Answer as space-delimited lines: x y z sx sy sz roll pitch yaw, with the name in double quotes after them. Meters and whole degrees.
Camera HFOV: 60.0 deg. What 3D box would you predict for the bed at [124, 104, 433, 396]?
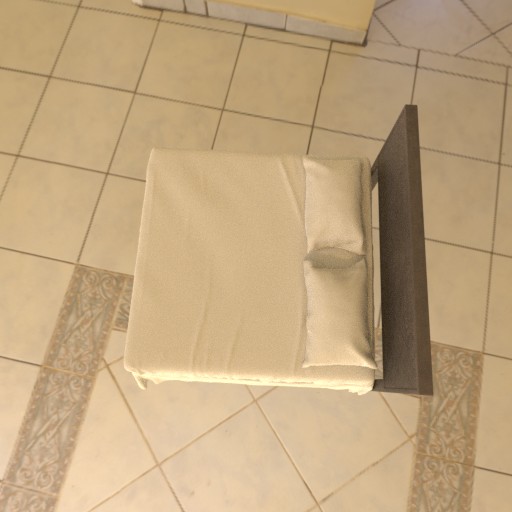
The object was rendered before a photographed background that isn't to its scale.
0.000 0.000 2.902 1.785 1.142 1.772 3 74 1 "bed"
